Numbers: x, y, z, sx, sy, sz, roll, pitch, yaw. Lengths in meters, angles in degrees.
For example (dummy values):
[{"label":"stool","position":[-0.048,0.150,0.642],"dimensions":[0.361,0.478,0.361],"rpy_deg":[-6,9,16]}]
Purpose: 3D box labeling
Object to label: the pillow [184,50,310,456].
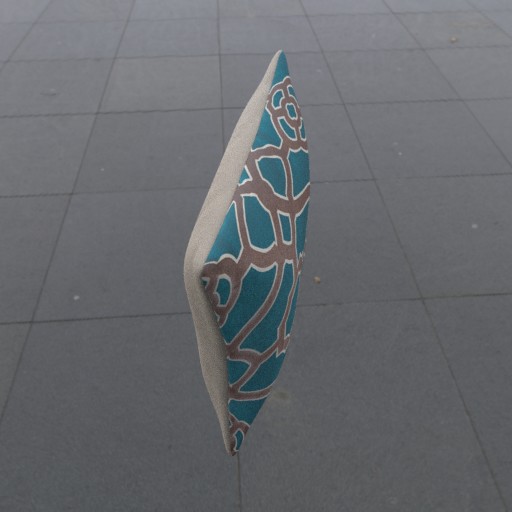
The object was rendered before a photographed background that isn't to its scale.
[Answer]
[{"label":"pillow","position":[0.000,0.000,0.787],"dimensions":[0.166,0.507,0.526],"rpy_deg":[8,48,7]}]
